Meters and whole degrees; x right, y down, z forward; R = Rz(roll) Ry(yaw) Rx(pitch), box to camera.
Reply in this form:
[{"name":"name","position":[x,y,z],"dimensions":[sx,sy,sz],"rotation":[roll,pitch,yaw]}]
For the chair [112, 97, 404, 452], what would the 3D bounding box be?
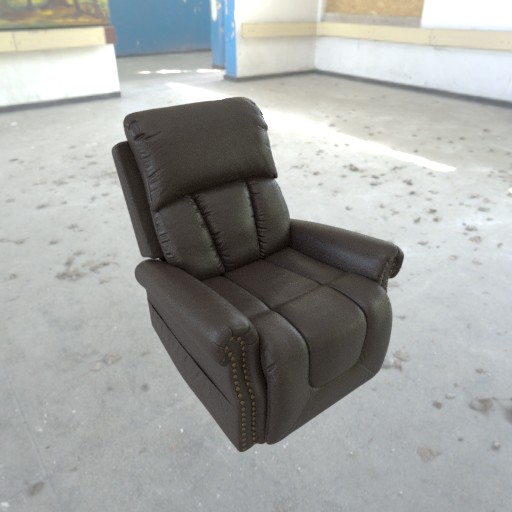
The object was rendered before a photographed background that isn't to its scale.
[{"name":"chair","position":[0.000,0.000,1.740],"dimensions":[0.869,1.028,0.978],"rotation":[-21,37,-32]}]
